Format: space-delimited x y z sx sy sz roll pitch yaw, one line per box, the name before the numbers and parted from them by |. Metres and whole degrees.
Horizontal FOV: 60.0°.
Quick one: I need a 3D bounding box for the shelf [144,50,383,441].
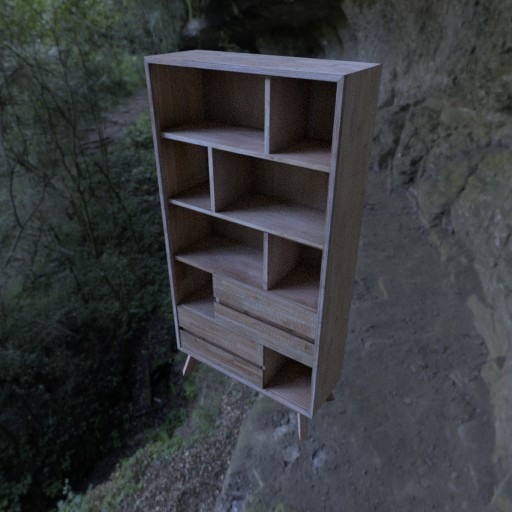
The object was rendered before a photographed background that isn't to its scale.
shelf | 0.000 0.000 1.807 0.748 1.471 0.308 19 35 29
